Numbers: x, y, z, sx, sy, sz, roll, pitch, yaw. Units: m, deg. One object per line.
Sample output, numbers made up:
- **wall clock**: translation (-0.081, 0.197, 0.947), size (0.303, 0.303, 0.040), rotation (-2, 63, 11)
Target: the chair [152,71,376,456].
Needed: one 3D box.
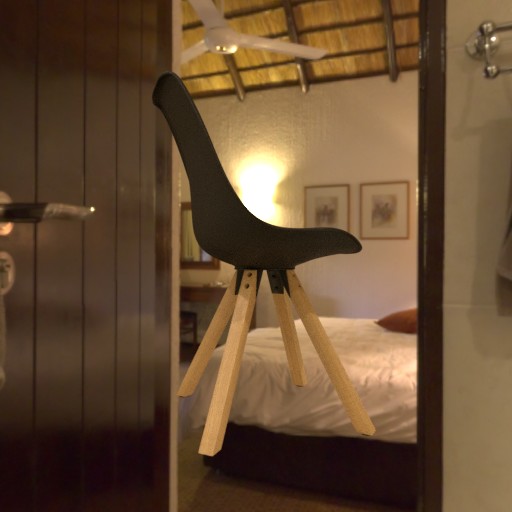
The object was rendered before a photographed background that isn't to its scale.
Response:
- **chair**: translation (0.000, 0.000, 1.202), size (0.549, 0.850, 0.485), rotation (0, 0, -17)
